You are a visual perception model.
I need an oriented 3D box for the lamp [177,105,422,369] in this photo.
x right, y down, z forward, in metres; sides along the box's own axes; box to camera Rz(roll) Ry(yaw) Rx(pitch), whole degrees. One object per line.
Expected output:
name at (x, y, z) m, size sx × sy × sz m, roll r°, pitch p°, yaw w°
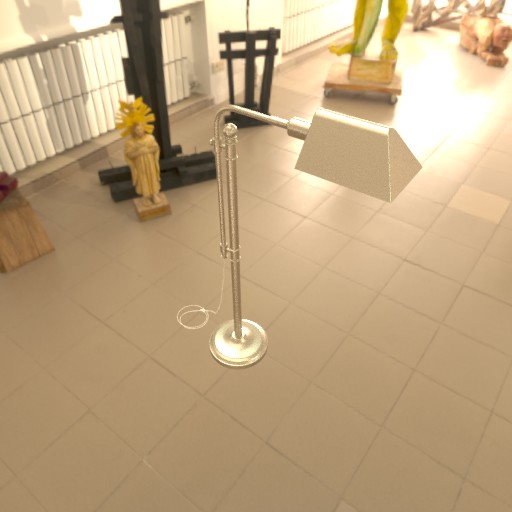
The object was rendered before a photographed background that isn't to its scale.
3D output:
lamp at (0.000, 0.000, 0.948) m, size 0.546 × 0.708 × 0.159 m, roll 26°, pitch 48°, yaw 27°
